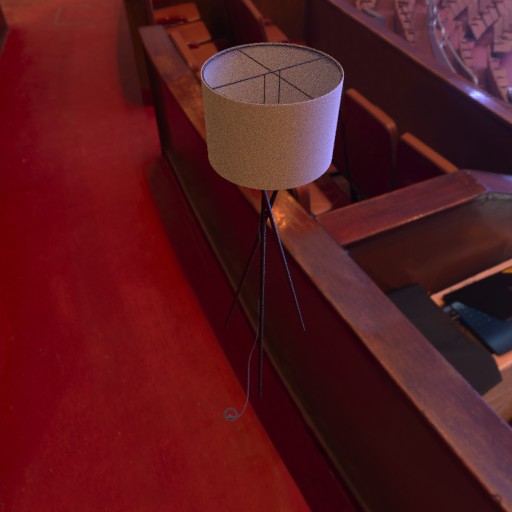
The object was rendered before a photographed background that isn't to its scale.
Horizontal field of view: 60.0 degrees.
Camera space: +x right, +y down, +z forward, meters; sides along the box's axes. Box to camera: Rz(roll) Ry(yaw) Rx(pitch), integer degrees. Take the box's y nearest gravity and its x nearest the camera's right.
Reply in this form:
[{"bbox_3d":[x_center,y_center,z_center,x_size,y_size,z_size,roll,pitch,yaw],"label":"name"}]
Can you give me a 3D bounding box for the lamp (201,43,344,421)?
[{"bbox_3d":[0.000,0.000,1.927,0.667,1.624,0.522,-25,51,-22],"label":"lamp"}]
